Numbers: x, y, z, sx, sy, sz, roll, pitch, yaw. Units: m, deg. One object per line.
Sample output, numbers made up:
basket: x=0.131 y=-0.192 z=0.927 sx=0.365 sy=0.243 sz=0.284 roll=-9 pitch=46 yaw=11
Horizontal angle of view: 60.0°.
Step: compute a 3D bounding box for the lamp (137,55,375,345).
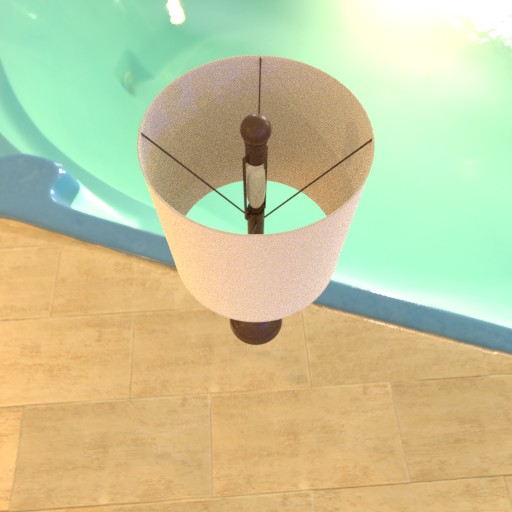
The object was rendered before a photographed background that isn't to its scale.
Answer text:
lamp: x=0.000 y=0.000 z=0.713 sx=0.250 sy=0.597 sz=0.250 roll=2 pitch=62 yaw=1
